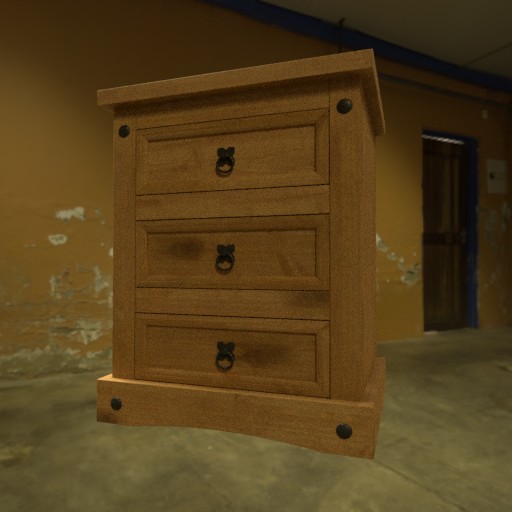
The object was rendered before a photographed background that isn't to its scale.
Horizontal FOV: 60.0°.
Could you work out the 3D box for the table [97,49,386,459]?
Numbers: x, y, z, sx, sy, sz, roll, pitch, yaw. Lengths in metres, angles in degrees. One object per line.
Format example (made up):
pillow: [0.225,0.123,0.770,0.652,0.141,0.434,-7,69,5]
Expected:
table: [0.000,0.000,1.214,0.660,0.813,0.500,0,-1,19]
